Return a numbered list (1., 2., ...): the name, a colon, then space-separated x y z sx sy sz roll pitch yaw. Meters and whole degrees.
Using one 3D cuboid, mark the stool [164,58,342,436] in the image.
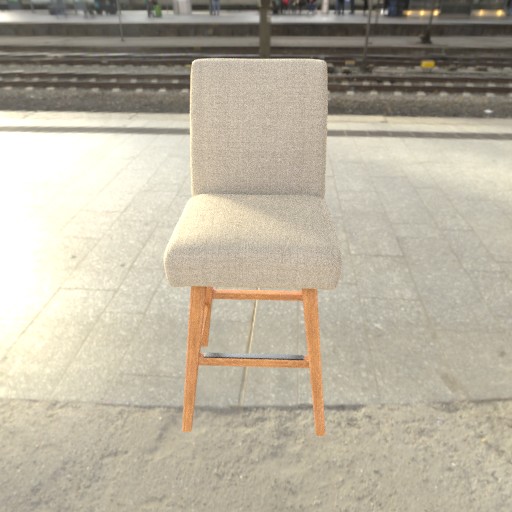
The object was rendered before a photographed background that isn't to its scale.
1. stool: 0.000 0.000 1.422 0.483 1.106 0.569 1 31 2
